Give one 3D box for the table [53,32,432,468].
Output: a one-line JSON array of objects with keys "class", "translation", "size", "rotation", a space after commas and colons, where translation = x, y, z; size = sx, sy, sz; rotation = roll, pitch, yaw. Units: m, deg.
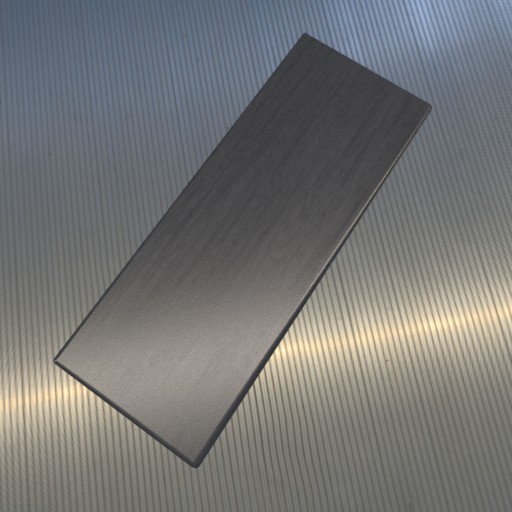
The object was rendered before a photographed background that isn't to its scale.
[{"class": "table", "translation": [0.000, 0.000, 1.562], "size": [0.459, 0.735, 1.184], "rotation": [34, 79, 7]}]
